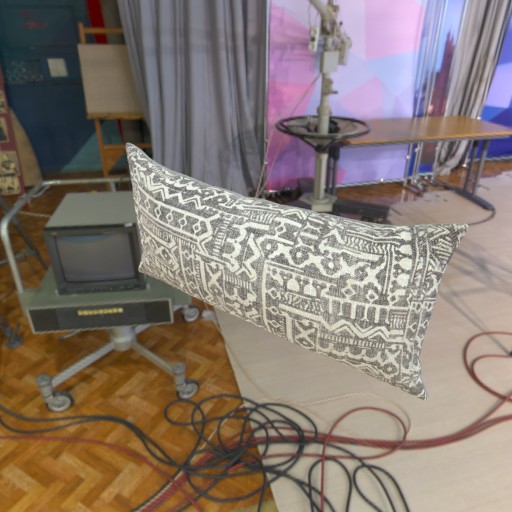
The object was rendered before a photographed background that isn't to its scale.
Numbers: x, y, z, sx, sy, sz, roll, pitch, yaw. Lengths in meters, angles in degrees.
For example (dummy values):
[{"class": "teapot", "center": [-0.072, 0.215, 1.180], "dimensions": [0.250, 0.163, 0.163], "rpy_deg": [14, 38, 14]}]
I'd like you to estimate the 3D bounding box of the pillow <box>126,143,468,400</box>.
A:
[{"class": "pillow", "center": [0.000, 0.000, 0.749], "dimensions": [0.631, 0.290, 0.148], "rpy_deg": [20, 35, 30]}]
